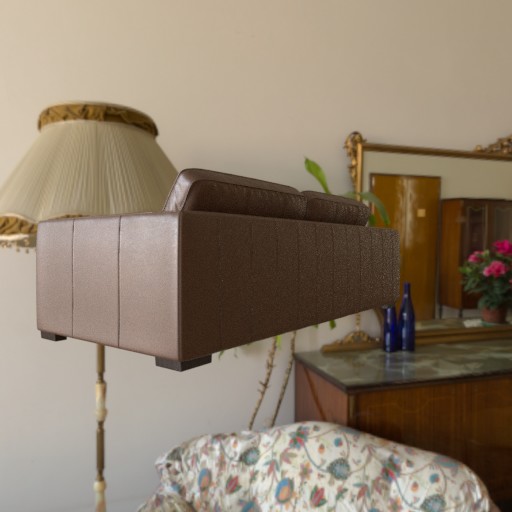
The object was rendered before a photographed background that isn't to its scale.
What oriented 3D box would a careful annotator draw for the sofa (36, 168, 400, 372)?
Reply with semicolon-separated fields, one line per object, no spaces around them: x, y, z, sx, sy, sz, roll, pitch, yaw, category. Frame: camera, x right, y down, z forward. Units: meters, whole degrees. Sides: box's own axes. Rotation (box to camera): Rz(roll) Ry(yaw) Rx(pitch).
0.000;0.000;2.768;1.070;0.801;2.262;1;1;37;sofa
